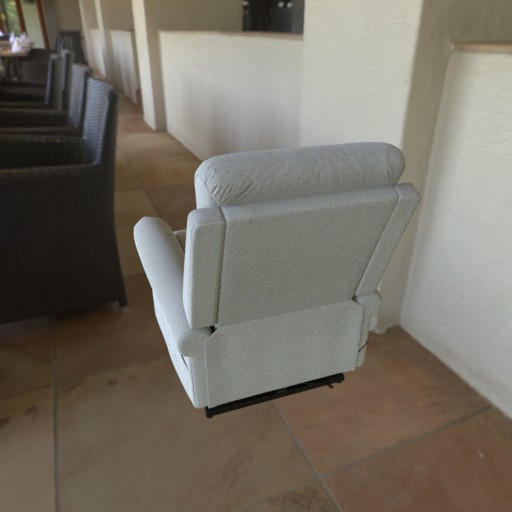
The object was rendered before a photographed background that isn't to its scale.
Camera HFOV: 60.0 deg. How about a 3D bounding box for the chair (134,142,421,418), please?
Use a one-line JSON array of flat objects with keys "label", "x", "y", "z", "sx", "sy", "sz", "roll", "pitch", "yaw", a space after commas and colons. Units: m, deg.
[{"label": "chair", "x": 0.000, "y": 0.000, "z": 1.751, "sx": 0.871, "sy": 1.031, "sz": 0.979, "roll": -9, "pitch": 29, "yaw": -17}]
